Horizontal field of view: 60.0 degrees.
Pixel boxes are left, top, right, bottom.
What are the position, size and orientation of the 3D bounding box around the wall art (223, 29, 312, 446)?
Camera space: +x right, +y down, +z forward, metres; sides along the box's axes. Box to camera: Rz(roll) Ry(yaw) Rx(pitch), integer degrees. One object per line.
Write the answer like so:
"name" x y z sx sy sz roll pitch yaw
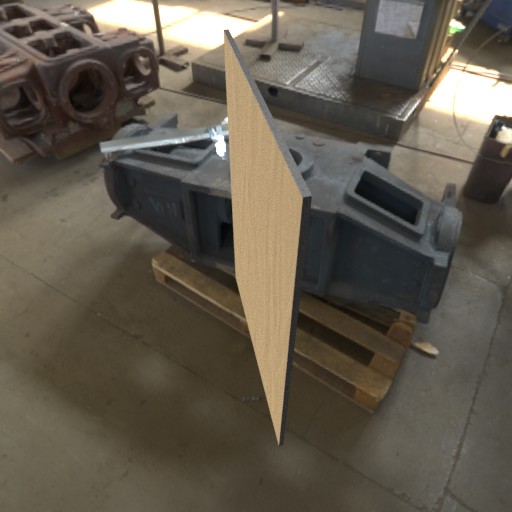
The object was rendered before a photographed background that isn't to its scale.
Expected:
"wall art" 0.000 0.000 1.441 0.016 1.116 0.810 -9 47 -9
